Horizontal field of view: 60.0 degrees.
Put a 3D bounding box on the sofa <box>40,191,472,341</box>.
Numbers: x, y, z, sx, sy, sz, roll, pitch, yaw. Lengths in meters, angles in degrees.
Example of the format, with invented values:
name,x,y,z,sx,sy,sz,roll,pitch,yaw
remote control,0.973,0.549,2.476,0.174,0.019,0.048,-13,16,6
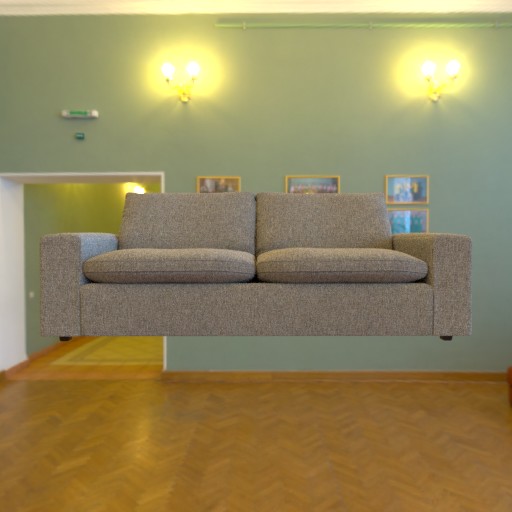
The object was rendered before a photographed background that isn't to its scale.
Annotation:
name,x,y,z,sx,sy,sz,roll,pitch,yaw
sofa,0.000,0.000,2.797,2.299,0.922,1.040,0,1,-1
